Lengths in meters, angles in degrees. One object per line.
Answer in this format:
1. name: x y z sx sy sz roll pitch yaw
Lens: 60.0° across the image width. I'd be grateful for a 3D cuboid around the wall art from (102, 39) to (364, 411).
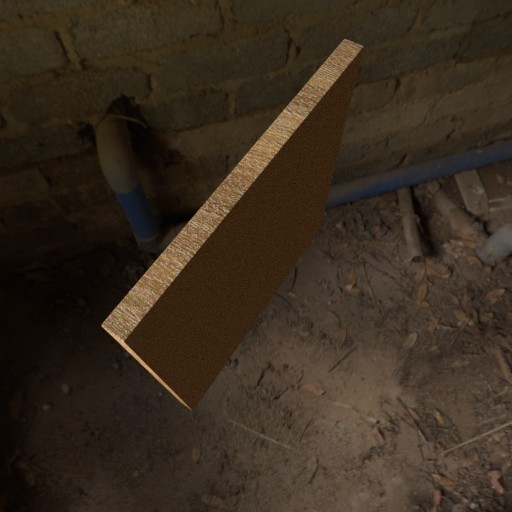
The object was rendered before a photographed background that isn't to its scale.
1. wall art: 0.000 0.000 0.906 0.042 0.608 0.611 31 67 14
